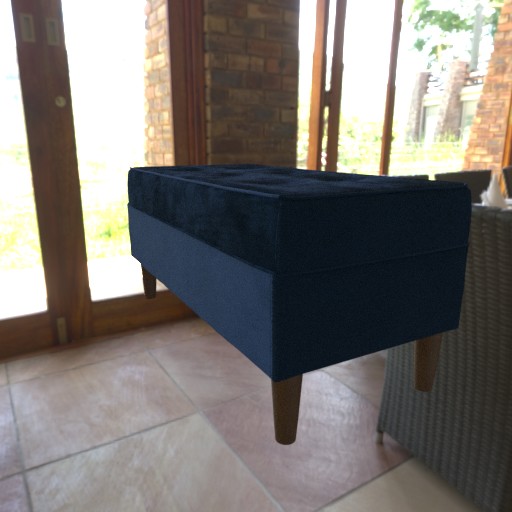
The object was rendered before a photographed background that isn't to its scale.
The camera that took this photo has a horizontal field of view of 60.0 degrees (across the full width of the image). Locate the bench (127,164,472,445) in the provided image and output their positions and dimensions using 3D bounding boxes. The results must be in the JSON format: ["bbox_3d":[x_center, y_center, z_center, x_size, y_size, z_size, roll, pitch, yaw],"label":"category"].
[{"bbox_3d":[0.000,0.000,1.263,0.489,0.467,1.010,-8,16,-28],"label":"bench"}]
